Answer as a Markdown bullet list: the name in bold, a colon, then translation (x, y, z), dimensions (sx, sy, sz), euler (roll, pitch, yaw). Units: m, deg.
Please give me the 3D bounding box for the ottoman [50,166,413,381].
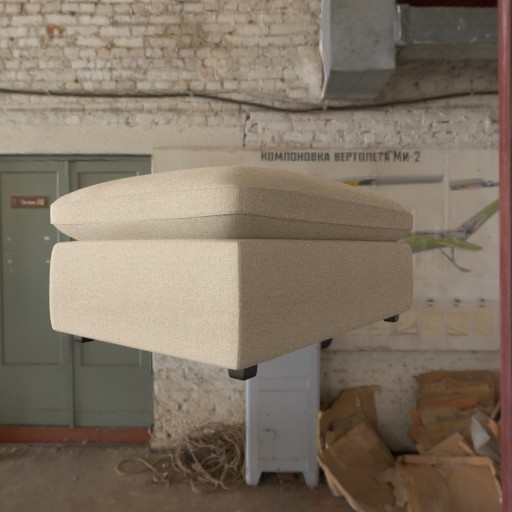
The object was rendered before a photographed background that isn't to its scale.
- **ottoman**: translation (0.000, 0.000, 1.350), dimensions (0.686, 0.453, 0.984), euler (1, 2, 37)
